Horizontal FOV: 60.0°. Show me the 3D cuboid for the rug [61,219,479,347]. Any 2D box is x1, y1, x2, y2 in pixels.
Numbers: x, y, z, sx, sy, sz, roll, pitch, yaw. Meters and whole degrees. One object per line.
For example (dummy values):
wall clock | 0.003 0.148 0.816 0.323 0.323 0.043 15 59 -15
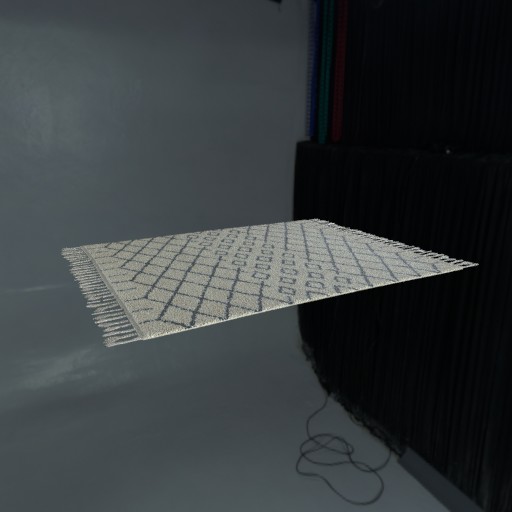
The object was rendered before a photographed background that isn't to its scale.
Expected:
rug | 0.000 0.000 4.194 3.213 0.030 2.388 -9 18 -28
